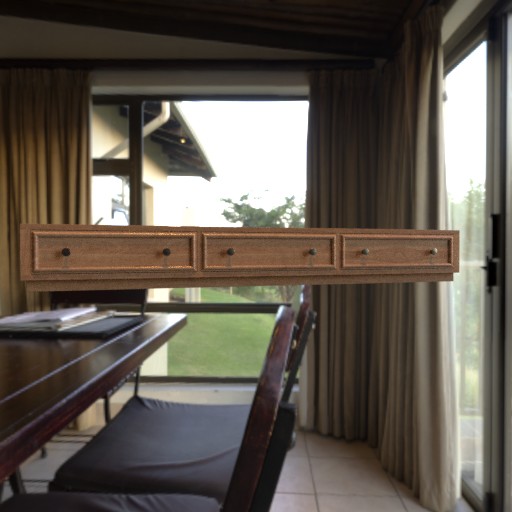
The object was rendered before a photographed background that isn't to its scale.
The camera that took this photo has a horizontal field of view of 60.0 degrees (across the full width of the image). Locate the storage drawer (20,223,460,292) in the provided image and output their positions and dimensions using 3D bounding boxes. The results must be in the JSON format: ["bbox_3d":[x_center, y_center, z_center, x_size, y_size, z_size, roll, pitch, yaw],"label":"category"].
[{"bbox_3d":[0.000,0.000,2.226,2.032,0.264,0.538,0,1,-17],"label":"storage drawer"}]
